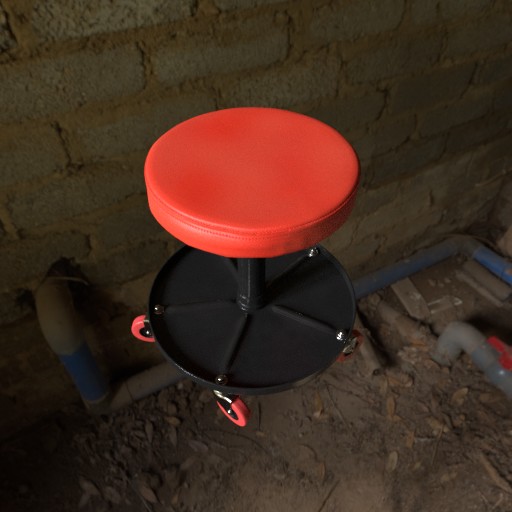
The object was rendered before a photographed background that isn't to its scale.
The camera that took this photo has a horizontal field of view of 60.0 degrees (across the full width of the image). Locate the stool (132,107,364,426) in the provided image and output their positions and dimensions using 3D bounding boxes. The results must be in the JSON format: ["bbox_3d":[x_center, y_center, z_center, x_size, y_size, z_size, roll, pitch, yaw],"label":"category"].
[{"bbox_3d":[0.000,0.000,0.688,0.381,0.365,0.382,17,48,15],"label":"stool"}]
